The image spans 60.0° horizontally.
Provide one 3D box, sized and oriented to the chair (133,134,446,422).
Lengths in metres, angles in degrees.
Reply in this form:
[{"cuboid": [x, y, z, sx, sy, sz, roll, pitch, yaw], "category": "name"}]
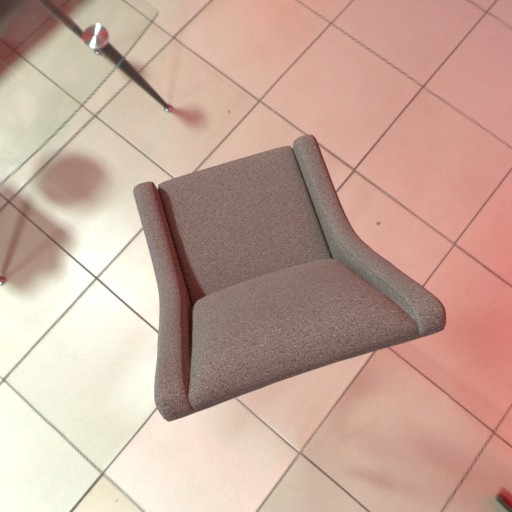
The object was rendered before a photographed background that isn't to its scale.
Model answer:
[{"cuboid": [0.000, 0.000, 1.646, 0.774, 1.016, 0.870, -17, 77, -4], "category": "chair"}]
